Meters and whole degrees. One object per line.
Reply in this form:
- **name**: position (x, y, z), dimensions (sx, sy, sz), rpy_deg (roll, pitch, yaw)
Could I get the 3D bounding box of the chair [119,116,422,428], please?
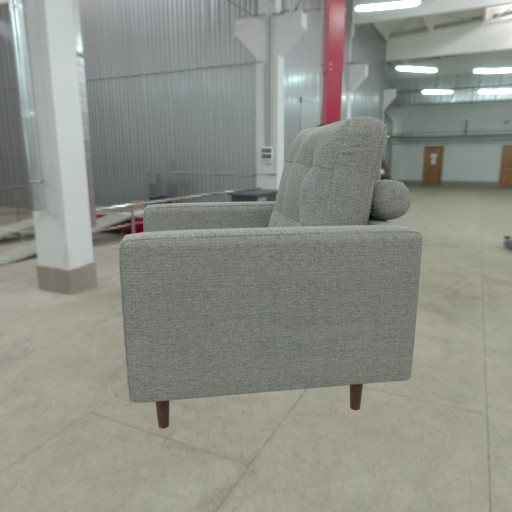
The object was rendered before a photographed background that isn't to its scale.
- **chair**: position (0.000, 0.000, 1.522), dimensions (0.843, 0.880, 0.821), rpy_deg (-2, 13, -9)
